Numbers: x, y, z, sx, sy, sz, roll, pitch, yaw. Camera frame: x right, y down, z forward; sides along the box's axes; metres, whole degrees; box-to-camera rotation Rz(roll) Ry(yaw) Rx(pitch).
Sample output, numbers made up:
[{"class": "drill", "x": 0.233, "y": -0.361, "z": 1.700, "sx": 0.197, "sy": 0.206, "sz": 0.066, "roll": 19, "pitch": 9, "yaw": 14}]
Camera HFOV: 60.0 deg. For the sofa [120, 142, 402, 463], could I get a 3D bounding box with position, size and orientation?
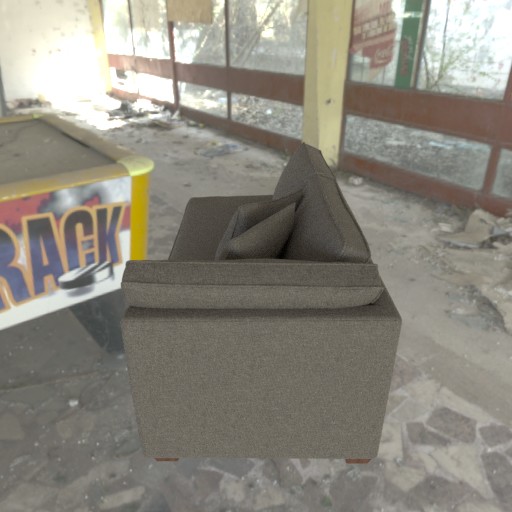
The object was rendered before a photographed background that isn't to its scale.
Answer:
[{"class": "sofa", "x": 0.000, "y": 0.000, "z": 2.761, "sx": 1.110, "sy": 1.033, "sz": 2.237, "roll": 0, "pitch": 27, "yaw": 0}]
